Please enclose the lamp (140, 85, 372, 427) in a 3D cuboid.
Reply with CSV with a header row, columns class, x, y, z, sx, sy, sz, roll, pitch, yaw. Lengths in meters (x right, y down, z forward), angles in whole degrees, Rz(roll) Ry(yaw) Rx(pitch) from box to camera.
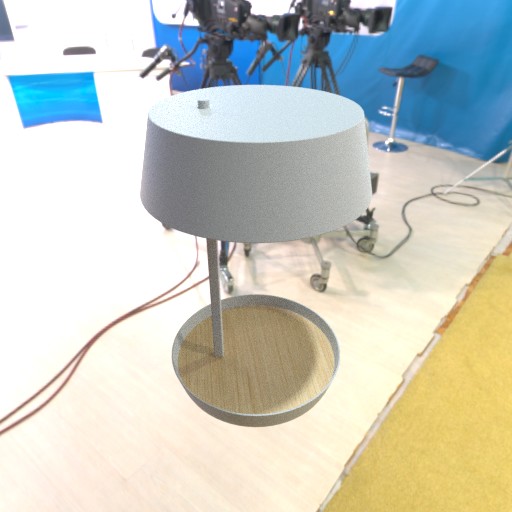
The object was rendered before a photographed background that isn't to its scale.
class,x,y,z,sx,sy,sz,roll,pitch,yaw
lamp,0.000,0.000,0.627,0.291,0.429,0.291,0,33,0
